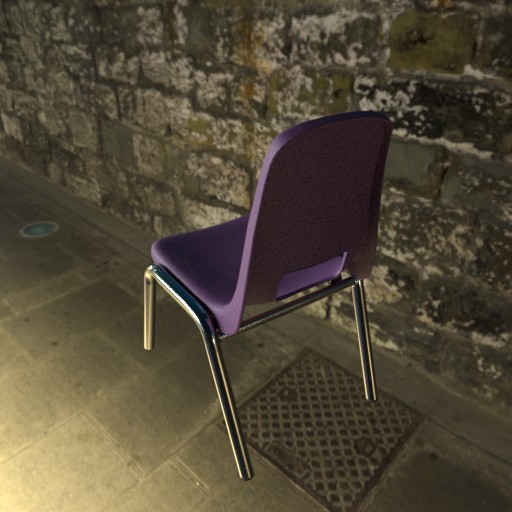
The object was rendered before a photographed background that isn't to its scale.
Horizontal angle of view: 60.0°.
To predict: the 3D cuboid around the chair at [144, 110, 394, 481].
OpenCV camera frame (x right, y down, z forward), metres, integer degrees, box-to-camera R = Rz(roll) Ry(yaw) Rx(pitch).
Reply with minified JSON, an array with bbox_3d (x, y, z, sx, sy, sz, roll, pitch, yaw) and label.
[{"bbox_3d":[0.000,0.000,0.824,0.356,0.584,0.419,-19,35,-29],"label":"chair"}]
